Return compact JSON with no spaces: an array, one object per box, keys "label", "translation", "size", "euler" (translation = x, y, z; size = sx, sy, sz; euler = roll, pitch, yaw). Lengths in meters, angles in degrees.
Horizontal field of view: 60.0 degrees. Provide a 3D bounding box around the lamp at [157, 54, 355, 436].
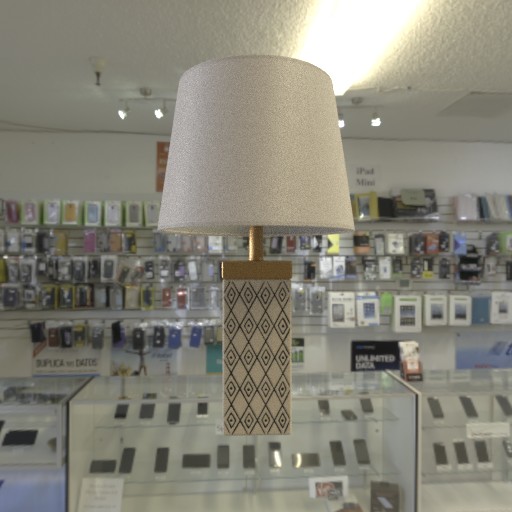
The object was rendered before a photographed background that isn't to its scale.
[{"label":"lamp","translation":[0.000,0.000,0.577],"size":[0.251,0.435,0.251],"euler":[0,0,0]}]
